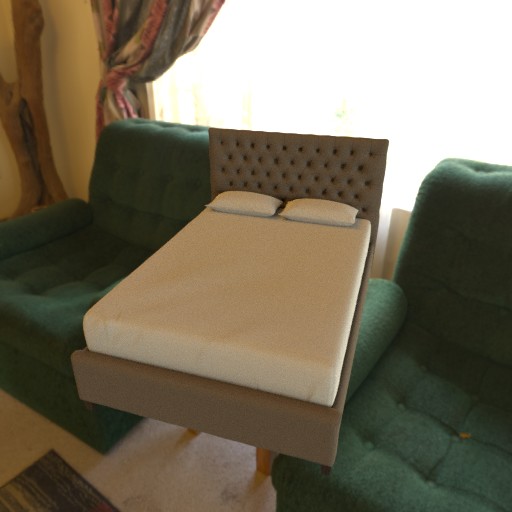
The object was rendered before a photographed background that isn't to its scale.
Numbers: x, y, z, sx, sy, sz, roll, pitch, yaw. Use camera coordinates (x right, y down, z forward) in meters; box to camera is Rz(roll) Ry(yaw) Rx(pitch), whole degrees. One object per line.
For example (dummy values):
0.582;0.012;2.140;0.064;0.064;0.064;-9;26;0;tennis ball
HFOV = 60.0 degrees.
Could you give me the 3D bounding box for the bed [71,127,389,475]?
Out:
0.000;0.000;3.404;1.698;1.427;2.387;8;28;16;bed
